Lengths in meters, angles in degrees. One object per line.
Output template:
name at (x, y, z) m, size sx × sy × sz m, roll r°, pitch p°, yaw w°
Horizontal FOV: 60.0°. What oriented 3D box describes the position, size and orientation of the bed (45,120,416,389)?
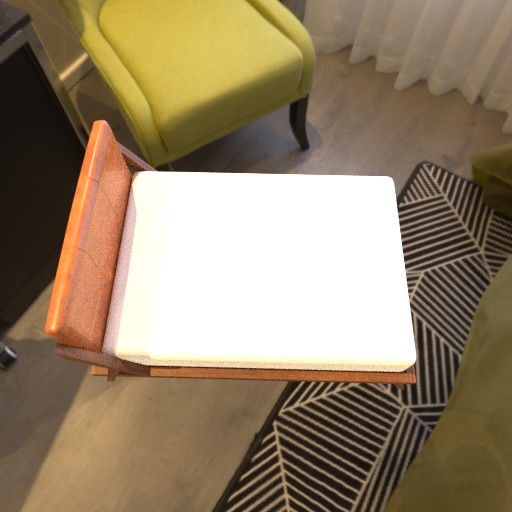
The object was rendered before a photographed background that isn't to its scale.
bed at (0.000, 0.000, 3.242) m, size 2.311 × 1.168 × 1.651 m, roll 1°, pitch 65°, yaw 1°
